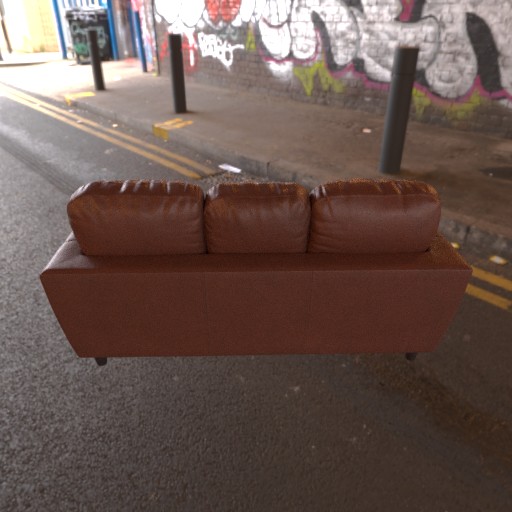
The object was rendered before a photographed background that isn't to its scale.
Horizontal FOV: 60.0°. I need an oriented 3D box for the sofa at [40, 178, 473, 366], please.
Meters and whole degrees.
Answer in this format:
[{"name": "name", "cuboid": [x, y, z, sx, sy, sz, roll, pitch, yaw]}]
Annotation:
[{"name": "sofa", "cuboid": [0.000, 0.000, 2.285, 1.862, 0.915, 0.802, -1, 29, -1]}]
